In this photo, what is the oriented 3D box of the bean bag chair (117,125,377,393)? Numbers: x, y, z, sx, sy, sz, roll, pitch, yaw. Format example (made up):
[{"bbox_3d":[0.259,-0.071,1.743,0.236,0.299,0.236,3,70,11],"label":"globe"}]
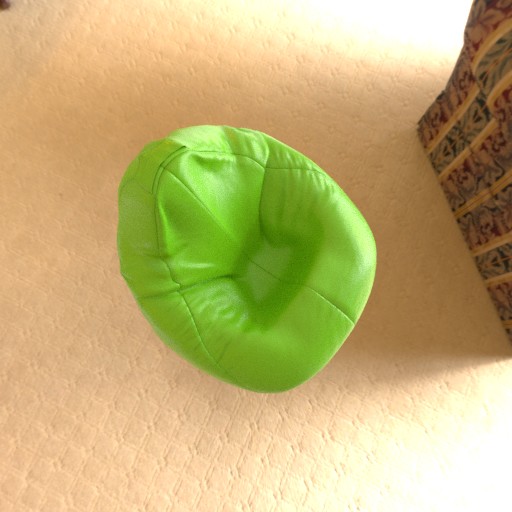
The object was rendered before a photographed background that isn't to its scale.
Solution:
[{"bbox_3d":[0.000,0.000,1.885,1.070,0.990,1.070,31,79,7],"label":"bean bag chair"}]
